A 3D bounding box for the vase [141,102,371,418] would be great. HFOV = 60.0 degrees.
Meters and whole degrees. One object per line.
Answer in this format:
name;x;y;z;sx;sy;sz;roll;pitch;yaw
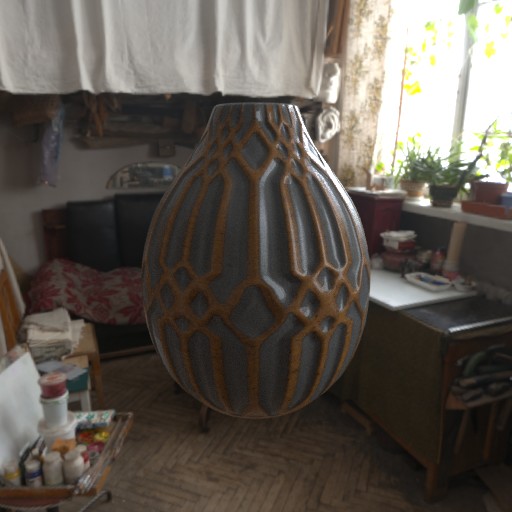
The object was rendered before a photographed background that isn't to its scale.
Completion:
vase;0.000;0.000;0.136;0.069;0.088;0.069;0;15;0
